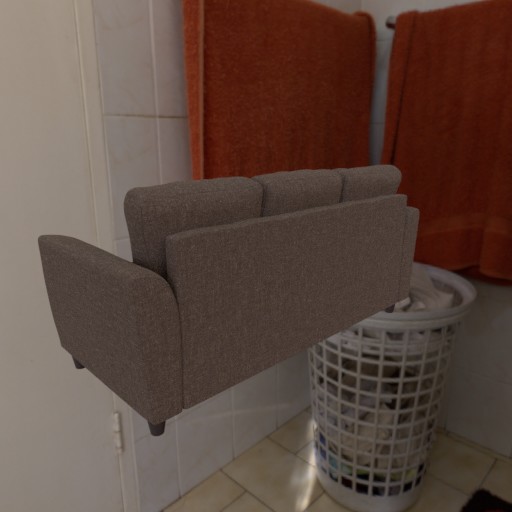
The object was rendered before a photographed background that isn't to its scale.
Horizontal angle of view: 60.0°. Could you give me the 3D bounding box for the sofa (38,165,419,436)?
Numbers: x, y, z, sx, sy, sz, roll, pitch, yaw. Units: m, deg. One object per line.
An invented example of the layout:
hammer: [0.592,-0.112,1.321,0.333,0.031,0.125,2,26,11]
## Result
sofa: [0.000,0.000,2.280,1.847,0.891,0.837,-14,21,-42]
